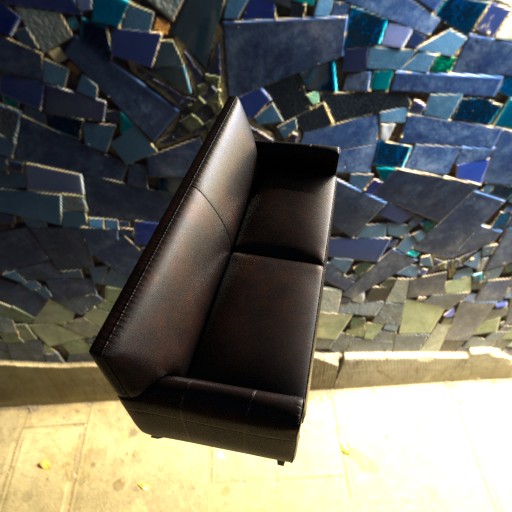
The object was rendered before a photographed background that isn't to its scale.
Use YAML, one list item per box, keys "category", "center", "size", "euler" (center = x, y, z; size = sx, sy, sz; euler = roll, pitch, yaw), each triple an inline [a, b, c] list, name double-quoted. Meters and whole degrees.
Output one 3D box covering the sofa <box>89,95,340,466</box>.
- category: "sofa"
  center: [0.000, 0.000, 2.469]
  size: [0.786, 0.871, 1.995]
  euler: [9, 46, 8]
